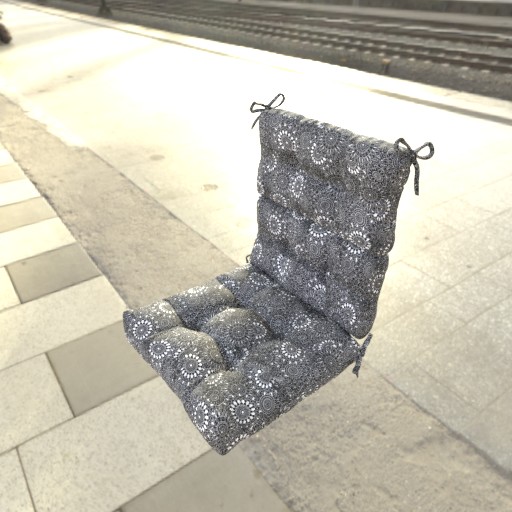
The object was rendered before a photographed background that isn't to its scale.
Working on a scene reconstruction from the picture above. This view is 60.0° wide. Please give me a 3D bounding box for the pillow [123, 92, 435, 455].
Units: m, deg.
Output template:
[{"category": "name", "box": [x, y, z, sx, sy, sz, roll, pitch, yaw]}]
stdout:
[{"category": "pillow", "box": [0.000, 0.000, 1.066, 0.571, 0.605, 0.519, -23, 39, -31]}]
